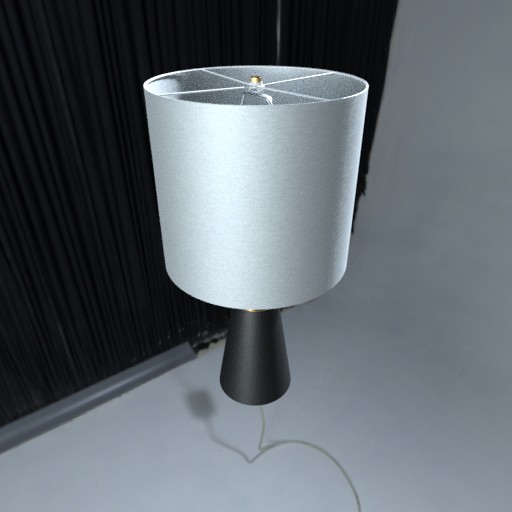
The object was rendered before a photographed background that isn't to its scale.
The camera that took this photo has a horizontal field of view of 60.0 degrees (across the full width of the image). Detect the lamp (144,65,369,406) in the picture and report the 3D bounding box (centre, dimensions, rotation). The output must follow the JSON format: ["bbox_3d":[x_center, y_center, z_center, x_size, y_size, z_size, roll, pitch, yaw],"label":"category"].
[{"bbox_3d":[0.000,0.000,0.766,0.308,0.580,0.308,-20,36,-30],"label":"lamp"}]
